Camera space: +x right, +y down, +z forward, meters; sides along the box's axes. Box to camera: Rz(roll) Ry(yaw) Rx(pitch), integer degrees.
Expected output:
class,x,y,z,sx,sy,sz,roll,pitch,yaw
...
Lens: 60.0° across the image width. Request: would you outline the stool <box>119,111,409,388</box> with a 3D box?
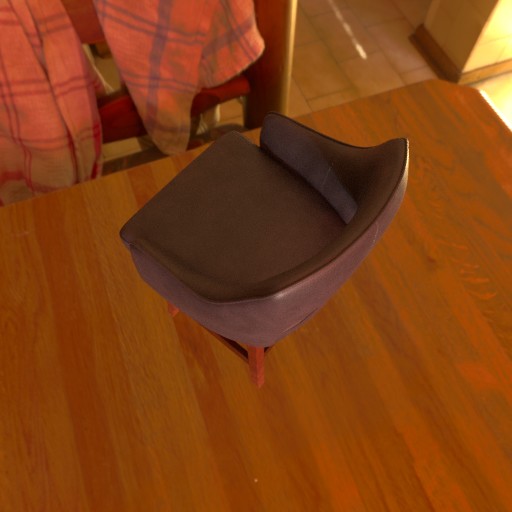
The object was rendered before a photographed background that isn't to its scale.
class,x,y,z,sx,sy,sz,roll,pitch,yaw
stool,0.000,0.000,1.254,0.560,0.936,0.550,36,69,17
